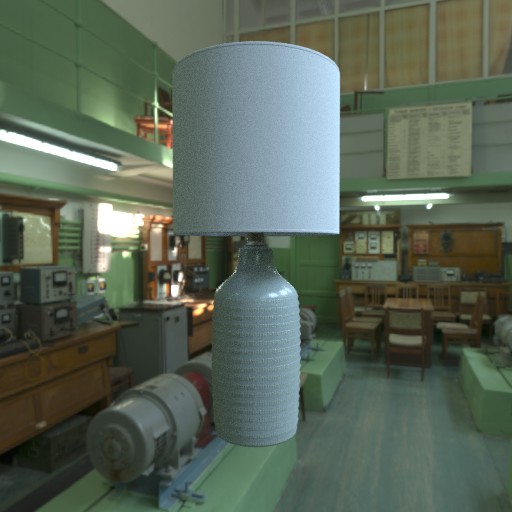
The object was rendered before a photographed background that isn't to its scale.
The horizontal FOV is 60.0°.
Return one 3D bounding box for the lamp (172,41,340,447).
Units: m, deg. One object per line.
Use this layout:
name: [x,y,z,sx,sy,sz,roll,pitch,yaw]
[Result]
lamp: [0.000,0.000,0.600,0.220,0.475,0.220,0,1,17]
